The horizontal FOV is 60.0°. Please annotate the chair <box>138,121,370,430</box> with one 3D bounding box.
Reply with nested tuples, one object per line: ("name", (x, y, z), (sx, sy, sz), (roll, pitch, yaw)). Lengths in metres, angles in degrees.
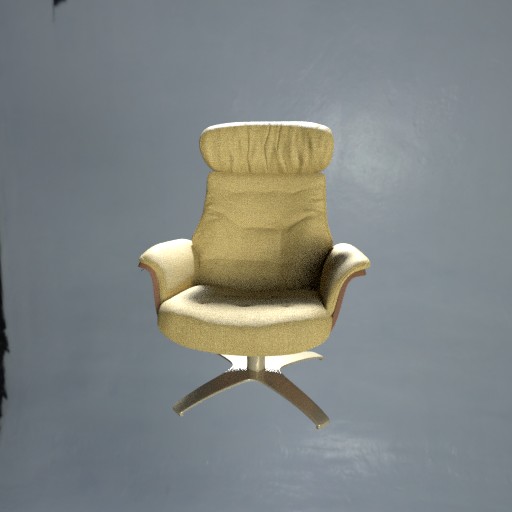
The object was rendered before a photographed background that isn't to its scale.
("chair", (0.000, 0.000, 1.640), (0.785, 0.995, 0.837), (2, 14, 8))
